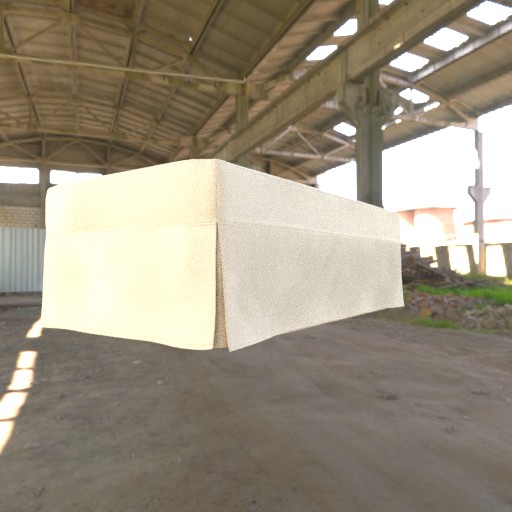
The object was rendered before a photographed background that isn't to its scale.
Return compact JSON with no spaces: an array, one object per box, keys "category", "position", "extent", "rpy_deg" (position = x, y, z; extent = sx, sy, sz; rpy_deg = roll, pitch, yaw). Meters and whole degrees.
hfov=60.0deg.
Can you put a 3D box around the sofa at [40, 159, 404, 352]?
[{"category":"sofa","position":[0.000,0.000,2.112],"extent":[0.939,0.552,1.677],"rpy_deg":[-1,-1,35]}]
